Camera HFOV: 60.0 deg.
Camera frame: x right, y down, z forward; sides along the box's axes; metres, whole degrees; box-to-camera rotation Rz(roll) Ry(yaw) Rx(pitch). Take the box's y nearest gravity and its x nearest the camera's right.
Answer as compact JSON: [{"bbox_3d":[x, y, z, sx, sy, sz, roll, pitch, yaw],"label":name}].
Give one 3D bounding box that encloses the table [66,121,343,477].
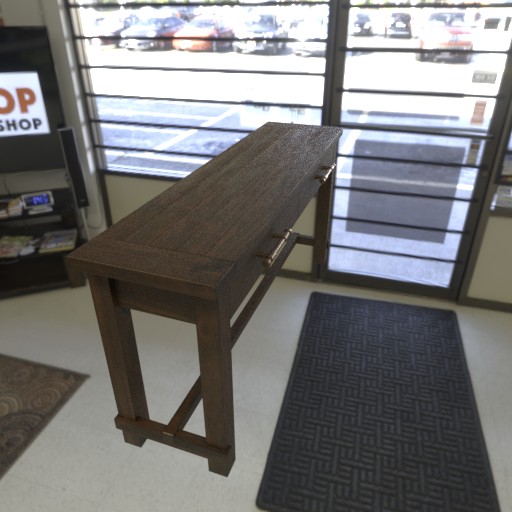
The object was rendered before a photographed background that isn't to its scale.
[{"bbox_3d":[0.000,0.000,1.888,0.442,0.762,1.599,10,31,17],"label":"table"}]
